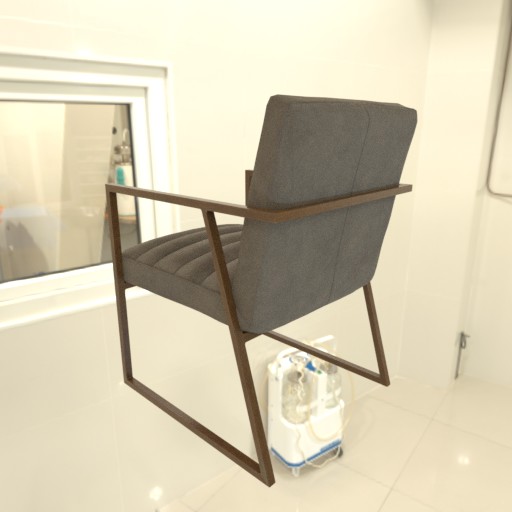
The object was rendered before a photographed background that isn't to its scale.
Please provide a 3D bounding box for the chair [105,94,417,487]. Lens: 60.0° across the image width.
[{"bbox_3d":[0.000,0.000,1.291,0.682,0.843,0.578,15,22,41],"label":"chair"}]
